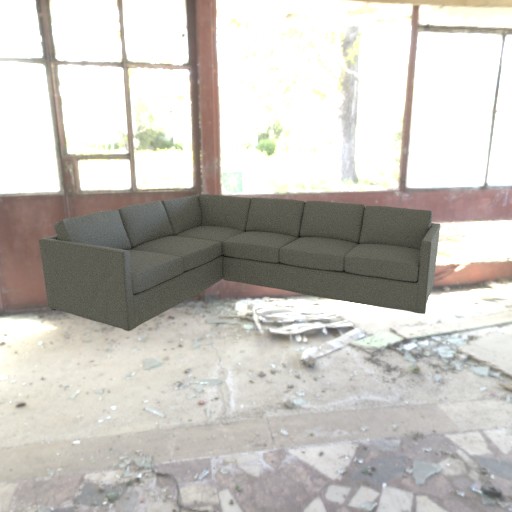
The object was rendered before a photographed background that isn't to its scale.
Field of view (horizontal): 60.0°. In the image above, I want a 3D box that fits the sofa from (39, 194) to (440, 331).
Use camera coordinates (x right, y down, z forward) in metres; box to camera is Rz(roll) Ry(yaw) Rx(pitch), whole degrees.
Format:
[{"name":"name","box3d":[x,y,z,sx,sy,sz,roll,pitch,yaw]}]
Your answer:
[{"name":"sofa","box3d":[0.000,0.000,4.399,3.182,0.871,2.432,8,17,26]}]
